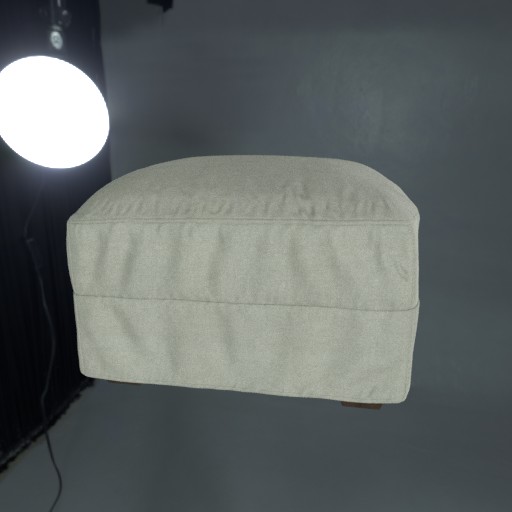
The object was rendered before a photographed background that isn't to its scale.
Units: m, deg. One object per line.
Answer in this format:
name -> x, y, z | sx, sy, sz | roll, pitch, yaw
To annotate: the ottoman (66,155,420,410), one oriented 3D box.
ottoman -> 0.000, 0.000, 1.084 | 0.712, 0.480, 0.584 | 3, 16, 10
